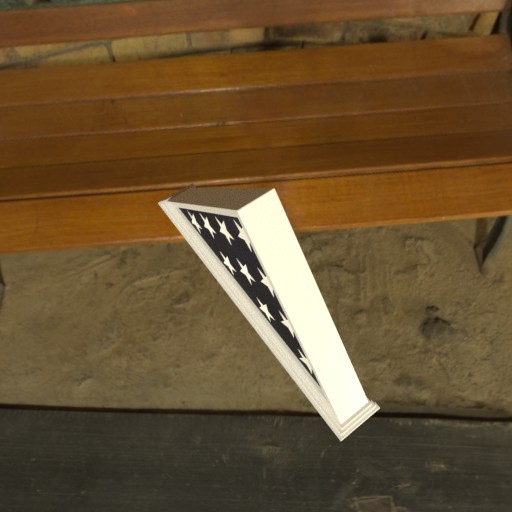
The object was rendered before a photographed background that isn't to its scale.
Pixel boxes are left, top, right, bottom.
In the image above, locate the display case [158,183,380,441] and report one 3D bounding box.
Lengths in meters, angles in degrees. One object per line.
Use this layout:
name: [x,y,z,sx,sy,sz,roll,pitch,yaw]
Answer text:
display case: [0.000,0.000,0.779,0.095,0.340,0.640,-33,67,-16]
